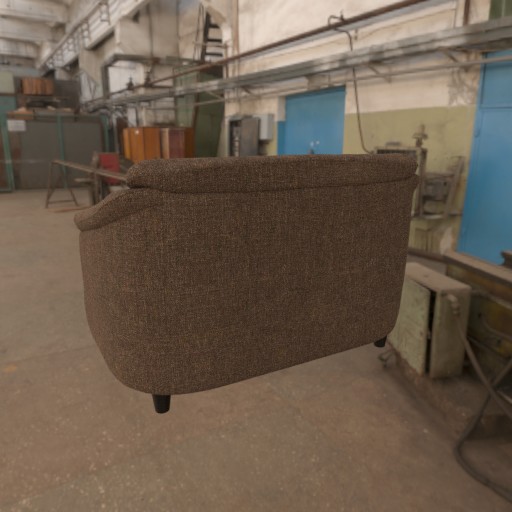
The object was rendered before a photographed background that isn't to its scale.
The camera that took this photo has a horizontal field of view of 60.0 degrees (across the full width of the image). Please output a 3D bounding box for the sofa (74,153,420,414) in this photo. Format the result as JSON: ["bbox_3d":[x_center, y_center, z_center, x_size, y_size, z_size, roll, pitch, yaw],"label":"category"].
[{"bbox_3d":[0.000,0.000,1.953,1.404,0.895,0.799,-8,17,-28],"label":"sofa"}]
